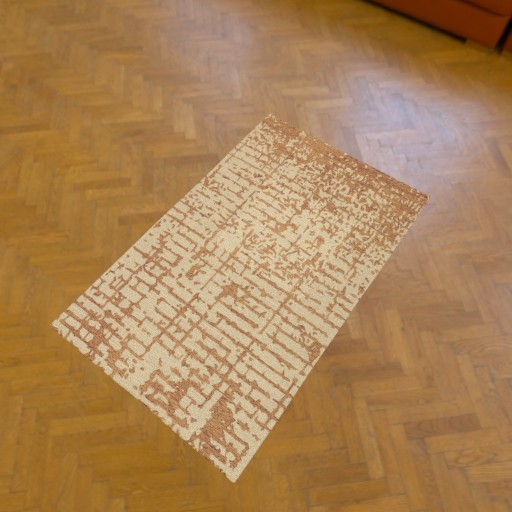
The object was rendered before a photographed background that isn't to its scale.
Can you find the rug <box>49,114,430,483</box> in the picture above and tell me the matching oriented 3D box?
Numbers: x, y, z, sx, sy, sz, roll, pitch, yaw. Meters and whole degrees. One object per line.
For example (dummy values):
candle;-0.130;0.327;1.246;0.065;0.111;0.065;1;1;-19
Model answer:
rug;0.000;0.000;3.122;1.517;0.011;2.435;33;65;18
